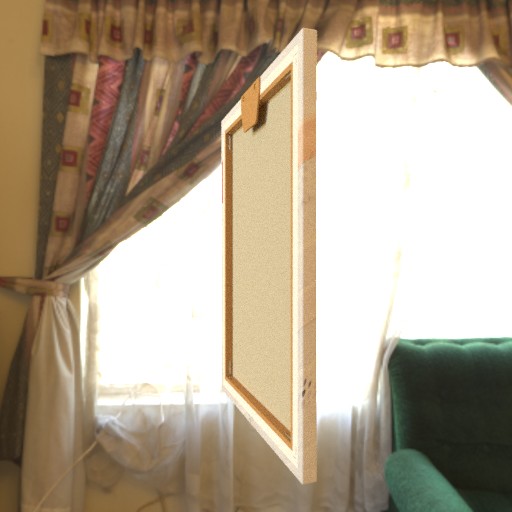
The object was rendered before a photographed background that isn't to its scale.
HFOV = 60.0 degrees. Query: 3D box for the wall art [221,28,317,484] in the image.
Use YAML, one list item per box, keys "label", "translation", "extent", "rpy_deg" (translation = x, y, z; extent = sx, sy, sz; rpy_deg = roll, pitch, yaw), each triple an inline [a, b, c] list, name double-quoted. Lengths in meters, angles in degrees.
- label: "wall art"
  translation: [0.000, 0.000, 1.114]
  extent: [0.036, 0.848, 0.613]
  rpy_deg: [0, 0, -19]
